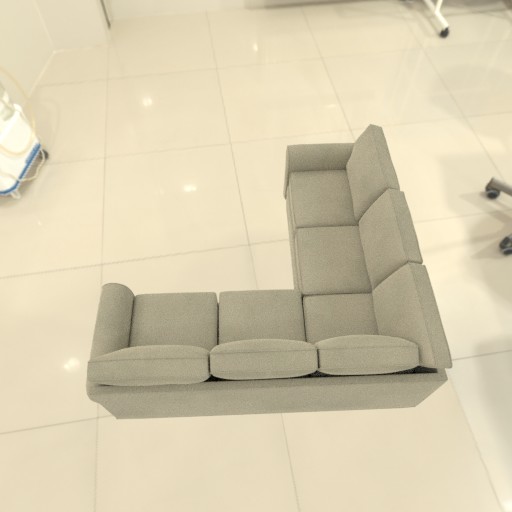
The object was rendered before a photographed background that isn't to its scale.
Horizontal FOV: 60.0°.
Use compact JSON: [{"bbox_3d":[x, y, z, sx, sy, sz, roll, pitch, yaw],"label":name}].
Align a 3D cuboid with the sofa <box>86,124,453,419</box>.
[{"bbox_3d":[0.000,0.000,3.918,2.562,1.053,2.487,-2,58,-1],"label":"sofa"}]
